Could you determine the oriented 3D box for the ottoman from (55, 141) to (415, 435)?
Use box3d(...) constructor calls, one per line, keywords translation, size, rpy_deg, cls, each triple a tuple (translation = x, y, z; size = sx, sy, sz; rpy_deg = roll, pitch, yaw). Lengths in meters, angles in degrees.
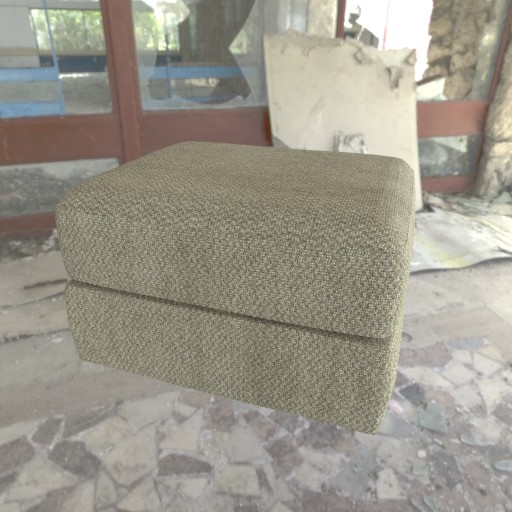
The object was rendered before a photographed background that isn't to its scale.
box3d(translation=(0.000, 0.000, 1.134), size=(0.751, 0.476, 0.603), rpy_deg=(9, 27, 17), cls="ottoman")
